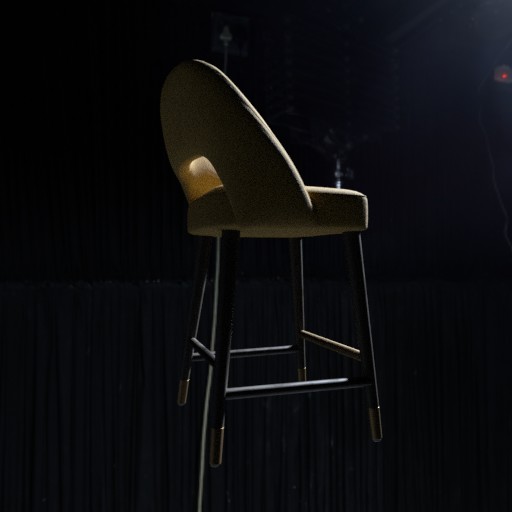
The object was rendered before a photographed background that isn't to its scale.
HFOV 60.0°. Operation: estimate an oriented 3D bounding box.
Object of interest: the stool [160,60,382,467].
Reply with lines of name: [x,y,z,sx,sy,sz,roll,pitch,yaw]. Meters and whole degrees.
stool: [0.000,0.000,1.252,0.522,0.939,0.536,0,0,-19]
